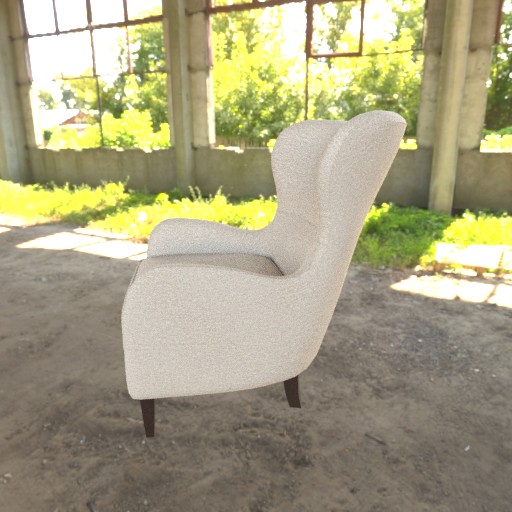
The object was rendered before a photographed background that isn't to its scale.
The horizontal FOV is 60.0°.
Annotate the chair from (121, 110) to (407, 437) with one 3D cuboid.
[{"bbox_3d":[0.000,0.000,1.757,0.984,1.064,0.861,-2,15,-8],"label":"chair"}]
